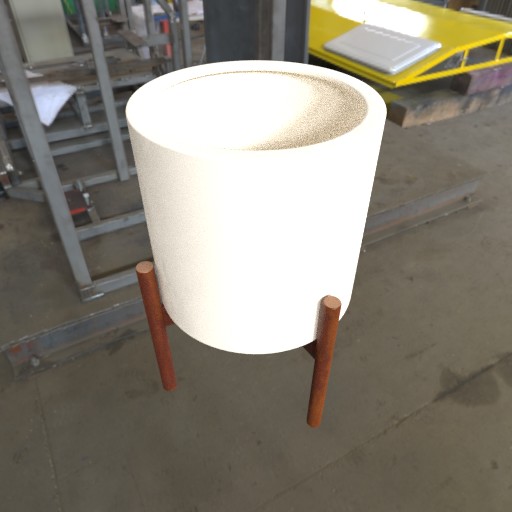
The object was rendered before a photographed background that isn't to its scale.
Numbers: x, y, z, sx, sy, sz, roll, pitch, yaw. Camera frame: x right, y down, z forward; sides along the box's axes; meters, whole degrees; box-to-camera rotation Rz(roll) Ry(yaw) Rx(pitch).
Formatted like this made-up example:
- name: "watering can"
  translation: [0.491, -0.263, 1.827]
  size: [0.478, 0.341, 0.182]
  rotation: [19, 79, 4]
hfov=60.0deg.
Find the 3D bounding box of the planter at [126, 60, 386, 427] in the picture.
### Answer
- name: "planter"
  translation: [0.000, 0.000, 0.940]
  size: [0.417, 0.670, 0.417]
  rotation: [10, 41, 12]
